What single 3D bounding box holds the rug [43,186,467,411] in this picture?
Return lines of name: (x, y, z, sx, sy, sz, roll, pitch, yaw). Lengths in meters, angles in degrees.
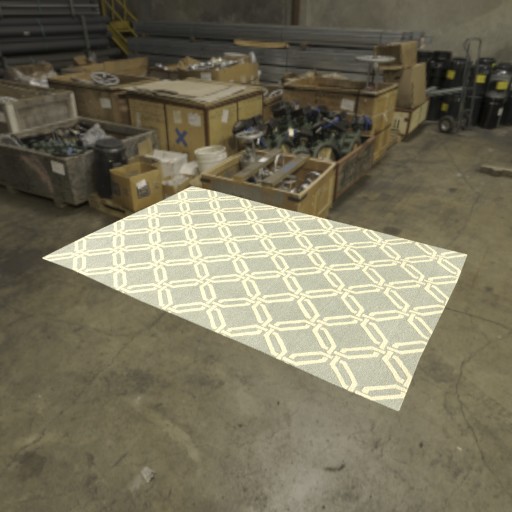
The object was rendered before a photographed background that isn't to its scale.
rug: (0.000, 0.000, 2.167, 1.754, 0.010, 1.148, 17, 34, 28)
